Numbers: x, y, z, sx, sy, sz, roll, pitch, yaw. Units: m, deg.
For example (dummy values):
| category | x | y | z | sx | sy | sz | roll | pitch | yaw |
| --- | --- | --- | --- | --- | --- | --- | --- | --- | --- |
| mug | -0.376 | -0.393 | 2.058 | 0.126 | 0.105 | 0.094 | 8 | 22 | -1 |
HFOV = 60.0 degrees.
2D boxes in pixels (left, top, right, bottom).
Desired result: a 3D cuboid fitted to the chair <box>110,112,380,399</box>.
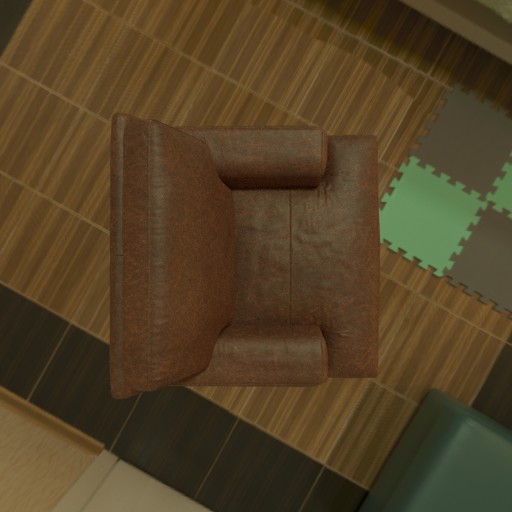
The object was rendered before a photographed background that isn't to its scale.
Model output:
| category | x | y | z | sx | sy | sz | roll | pitch | yaw |
| --- | --- | --- | --- | --- | --- | --- | --- | --- | --- |
| chair | 0.000 | 0.000 | 1.996 | 1.143 | 0.939 | 1.168 | 0 | 89 | 1 |
